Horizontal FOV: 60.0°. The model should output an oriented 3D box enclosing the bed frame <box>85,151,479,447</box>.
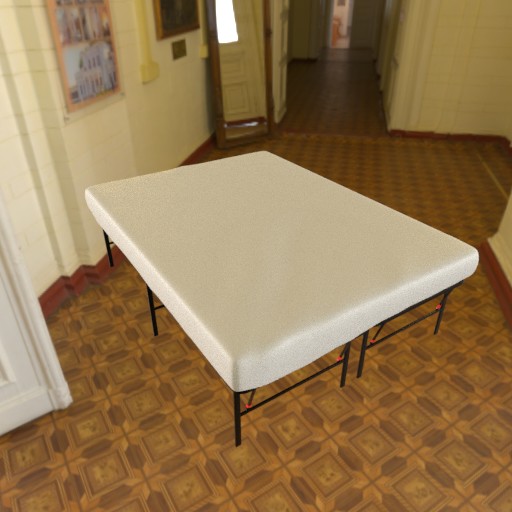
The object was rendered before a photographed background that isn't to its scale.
[{"bbox_3d":[0.000,0.000,2.899,1.584,0.667,2.151,-19,36,-28],"label":"bed frame"}]
